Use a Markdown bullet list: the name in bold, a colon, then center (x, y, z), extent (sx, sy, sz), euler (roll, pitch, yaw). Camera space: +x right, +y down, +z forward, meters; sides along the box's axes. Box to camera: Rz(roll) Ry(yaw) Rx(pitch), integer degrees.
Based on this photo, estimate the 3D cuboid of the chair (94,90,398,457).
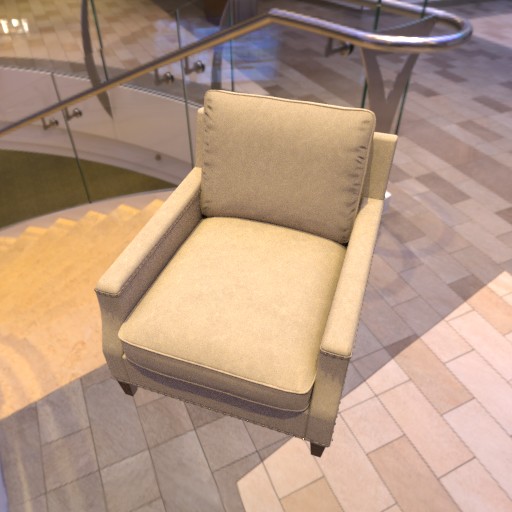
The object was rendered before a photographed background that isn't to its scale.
- **chair**: center (0.000, 0.000, 1.699), extent (0.853, 0.943, 1.014), euler (13, 43, 14)
